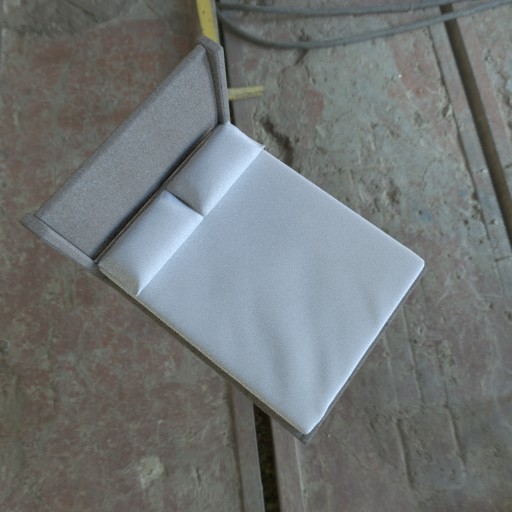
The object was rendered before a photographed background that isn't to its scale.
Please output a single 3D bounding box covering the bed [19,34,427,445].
[{"bbox_3d":[0.000,0.000,3.315,2.245,1.481,1.714,36,77,10],"label":"bed"}]
